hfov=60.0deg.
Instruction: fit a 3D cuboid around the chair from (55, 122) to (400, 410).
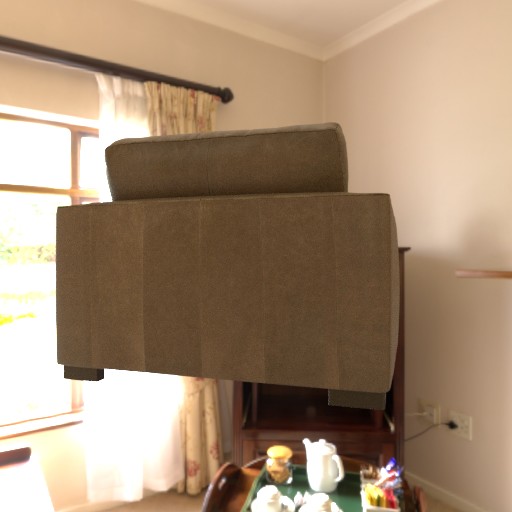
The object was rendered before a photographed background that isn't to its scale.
[{"bbox_3d":[0.000,0.000,1.799,1.106,0.807,1.080,0,0,17],"label":"chair"}]
